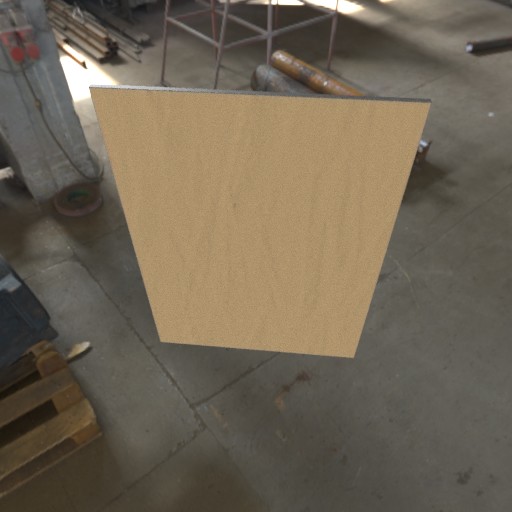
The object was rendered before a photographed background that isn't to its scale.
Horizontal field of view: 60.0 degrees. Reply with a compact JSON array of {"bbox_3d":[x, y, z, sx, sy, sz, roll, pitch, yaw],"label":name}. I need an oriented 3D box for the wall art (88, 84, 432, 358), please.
[{"bbox_3d":[0.000,0.000,1.451,0.810,1.116,0.016,4,46,4],"label":"wall art"}]
